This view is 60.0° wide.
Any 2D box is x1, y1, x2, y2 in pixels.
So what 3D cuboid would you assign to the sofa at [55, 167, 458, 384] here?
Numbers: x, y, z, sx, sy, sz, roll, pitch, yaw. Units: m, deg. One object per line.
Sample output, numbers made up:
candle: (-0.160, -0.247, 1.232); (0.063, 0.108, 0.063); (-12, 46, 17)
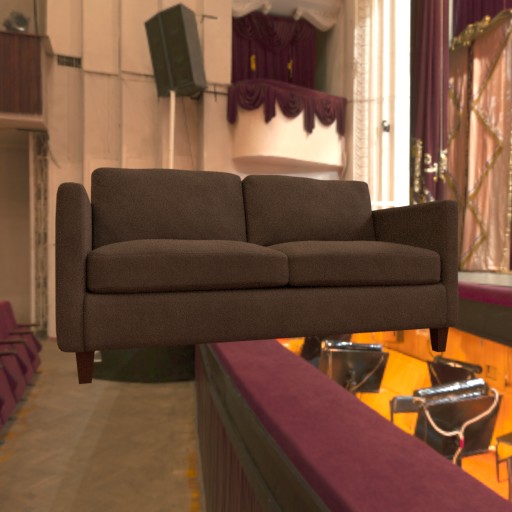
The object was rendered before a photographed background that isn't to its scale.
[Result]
sofa: (0.000, 0.000, 2.358); (1.884, 0.963, 0.950); (0, 1, -19)
